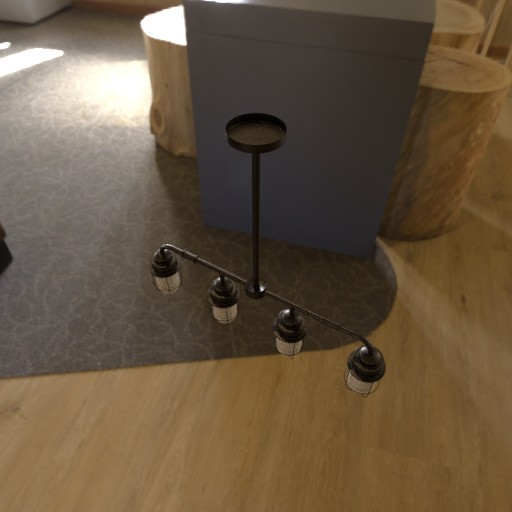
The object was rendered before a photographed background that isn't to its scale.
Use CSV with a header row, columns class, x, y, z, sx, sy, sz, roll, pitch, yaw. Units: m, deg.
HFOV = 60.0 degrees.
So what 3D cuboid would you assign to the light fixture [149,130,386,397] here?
class,x,y,z,sx,sy,sz,roll,pitch,yaw
light fixture,0.000,0.000,1.228,0.852,0.785,0.131,24,51,21
